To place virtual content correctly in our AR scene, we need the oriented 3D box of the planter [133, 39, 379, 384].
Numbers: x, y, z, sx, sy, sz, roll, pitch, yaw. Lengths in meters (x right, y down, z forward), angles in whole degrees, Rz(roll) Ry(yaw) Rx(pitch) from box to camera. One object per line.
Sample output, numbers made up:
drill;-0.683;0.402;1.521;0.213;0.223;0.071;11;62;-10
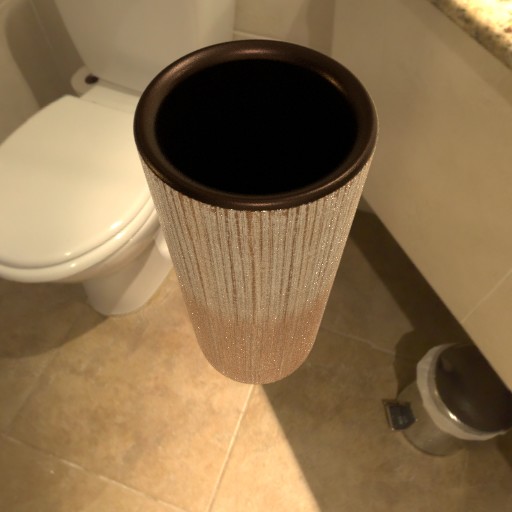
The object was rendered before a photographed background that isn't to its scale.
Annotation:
planter;0.000;0.000;0.276;0.100;0.227;0.100;-15;60;-9
